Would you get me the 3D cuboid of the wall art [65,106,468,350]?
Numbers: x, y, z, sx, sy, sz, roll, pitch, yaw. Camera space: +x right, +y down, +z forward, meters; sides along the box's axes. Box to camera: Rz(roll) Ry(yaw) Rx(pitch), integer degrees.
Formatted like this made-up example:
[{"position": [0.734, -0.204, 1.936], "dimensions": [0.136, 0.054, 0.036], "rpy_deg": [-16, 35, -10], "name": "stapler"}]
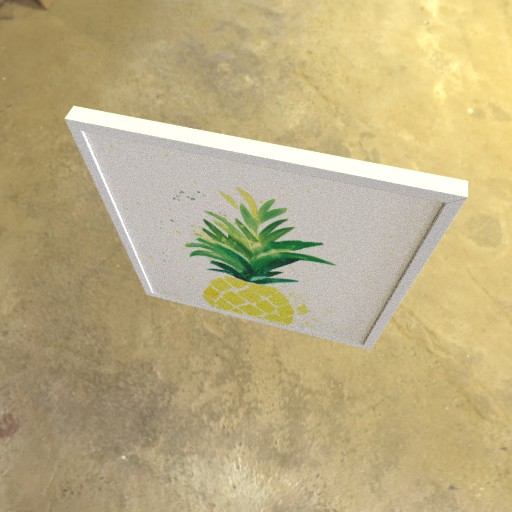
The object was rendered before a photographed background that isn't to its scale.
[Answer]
[{"position": [0.000, 0.000, 1.146], "dimensions": [0.763, 0.761, 0.038], "rpy_deg": [13, 59, 8], "name": "wall art"}]
